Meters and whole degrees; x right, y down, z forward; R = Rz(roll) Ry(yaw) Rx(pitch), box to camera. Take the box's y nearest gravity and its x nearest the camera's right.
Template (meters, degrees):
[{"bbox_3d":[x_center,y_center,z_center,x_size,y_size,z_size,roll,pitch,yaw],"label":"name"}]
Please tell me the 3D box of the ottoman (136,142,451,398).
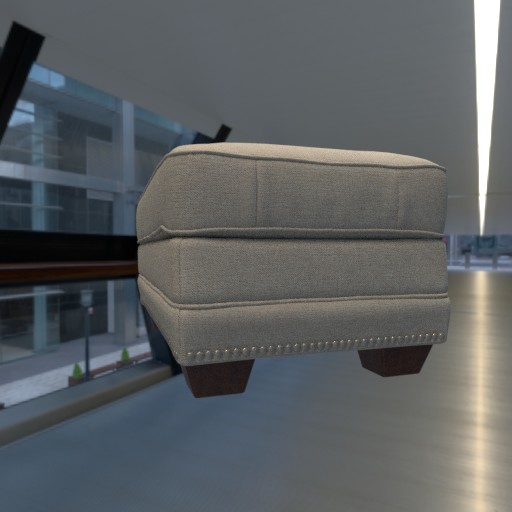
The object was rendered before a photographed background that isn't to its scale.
[{"bbox_3d":[0.000,0.000,1.139,0.559,0.458,0.813,0,1,-19],"label":"ottoman"}]
